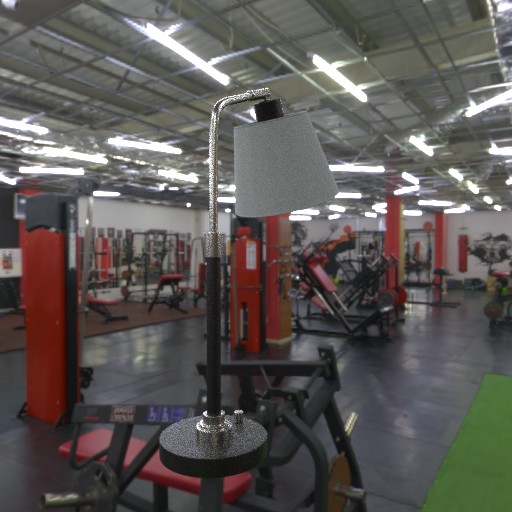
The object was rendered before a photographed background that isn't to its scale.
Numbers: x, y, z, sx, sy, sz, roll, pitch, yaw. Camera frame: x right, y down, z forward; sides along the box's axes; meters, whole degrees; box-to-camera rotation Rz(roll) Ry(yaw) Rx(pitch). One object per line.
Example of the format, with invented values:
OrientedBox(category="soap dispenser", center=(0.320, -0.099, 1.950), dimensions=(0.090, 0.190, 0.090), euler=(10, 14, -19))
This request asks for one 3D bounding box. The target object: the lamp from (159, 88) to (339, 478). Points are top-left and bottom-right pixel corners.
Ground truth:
OrientedBox(category="lamp", center=(0.000, 0.000, 0.691), dimensions=(0.181, 0.539, 0.348), euler=(0, 1, 36))
